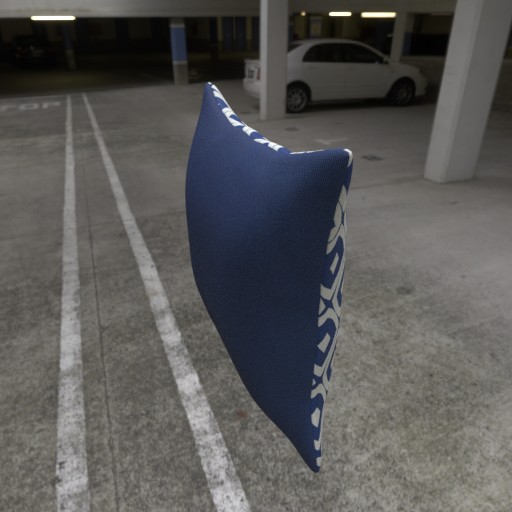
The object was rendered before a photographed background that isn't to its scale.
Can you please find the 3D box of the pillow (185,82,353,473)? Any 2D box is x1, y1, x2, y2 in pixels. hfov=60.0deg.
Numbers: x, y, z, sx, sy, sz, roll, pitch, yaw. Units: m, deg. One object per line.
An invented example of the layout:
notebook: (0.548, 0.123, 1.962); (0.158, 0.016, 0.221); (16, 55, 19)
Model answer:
pillow: (0.000, 0.000, 0.754); (0.188, 0.494, 0.504); (-11, 31, -19)
